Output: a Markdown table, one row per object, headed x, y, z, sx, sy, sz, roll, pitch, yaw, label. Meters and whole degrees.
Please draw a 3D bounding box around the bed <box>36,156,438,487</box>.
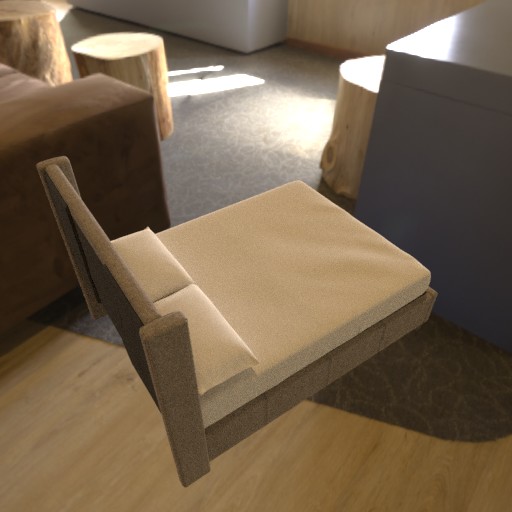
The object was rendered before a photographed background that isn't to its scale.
| x | y | z | sx | sy | sz | roll | pitch | yaw | label |
| --- | --- | --- | --- | --- | --- | --- | --- | --- | --- |
| 0.000 | 0.000 | 3.249 | 2.245 | 1.476 | 1.714 | -24 | 47 | -25 | bed |
